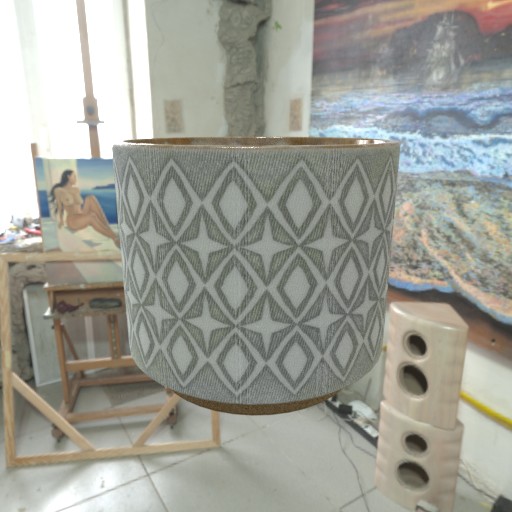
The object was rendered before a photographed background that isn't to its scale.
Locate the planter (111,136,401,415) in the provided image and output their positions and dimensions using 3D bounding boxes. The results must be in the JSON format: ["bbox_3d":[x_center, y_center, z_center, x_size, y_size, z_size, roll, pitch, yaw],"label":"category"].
[{"bbox_3d":[0.000,0.000,0.440,0.255,0.223,0.255,0,16,0],"label":"planter"}]
